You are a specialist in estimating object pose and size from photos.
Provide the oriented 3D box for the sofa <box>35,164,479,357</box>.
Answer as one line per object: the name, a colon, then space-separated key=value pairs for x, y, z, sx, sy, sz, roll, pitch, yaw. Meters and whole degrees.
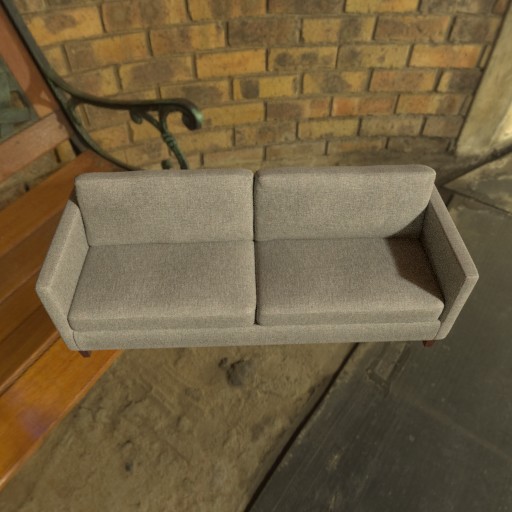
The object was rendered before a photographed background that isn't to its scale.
sofa: x=0.000 y=0.000 z=2.876 sx=2.434 sy=0.951 sz=0.948 roll=-1 pitch=47 yaw=-1
